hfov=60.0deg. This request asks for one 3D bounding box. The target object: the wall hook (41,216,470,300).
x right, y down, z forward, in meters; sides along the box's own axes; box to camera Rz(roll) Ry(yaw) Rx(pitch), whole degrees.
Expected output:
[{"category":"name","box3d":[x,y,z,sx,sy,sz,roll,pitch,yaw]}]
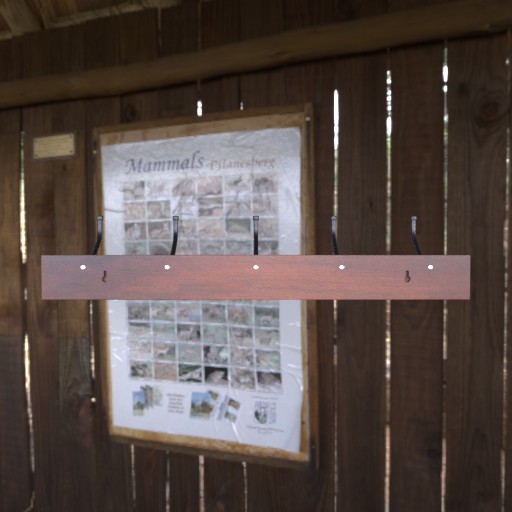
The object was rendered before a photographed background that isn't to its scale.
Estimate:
[{"category":"wall hook","box3d":[0.000,0.000,0.625,0.571,0.117,0.071,0,1,0]}]
